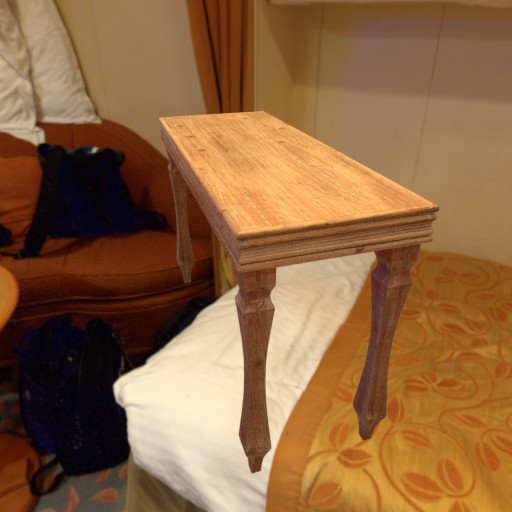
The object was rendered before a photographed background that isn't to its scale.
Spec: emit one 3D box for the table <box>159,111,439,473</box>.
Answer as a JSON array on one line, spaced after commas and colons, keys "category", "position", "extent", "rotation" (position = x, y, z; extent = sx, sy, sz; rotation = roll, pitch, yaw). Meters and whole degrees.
[{"category": "table", "position": [0.000, 0.000, 1.786], "extent": [0.522, 0.873, 1.330], "rotation": [-9, 29, -16]}]
